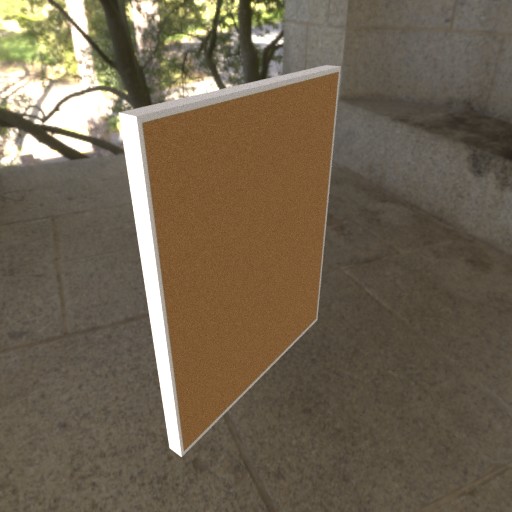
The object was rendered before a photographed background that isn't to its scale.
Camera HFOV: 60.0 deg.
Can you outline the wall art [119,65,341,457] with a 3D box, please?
[{"bbox_3d":[0.000,0.000,0.748,0.030,0.549,0.443,21,36,31],"label":"wall art"}]
